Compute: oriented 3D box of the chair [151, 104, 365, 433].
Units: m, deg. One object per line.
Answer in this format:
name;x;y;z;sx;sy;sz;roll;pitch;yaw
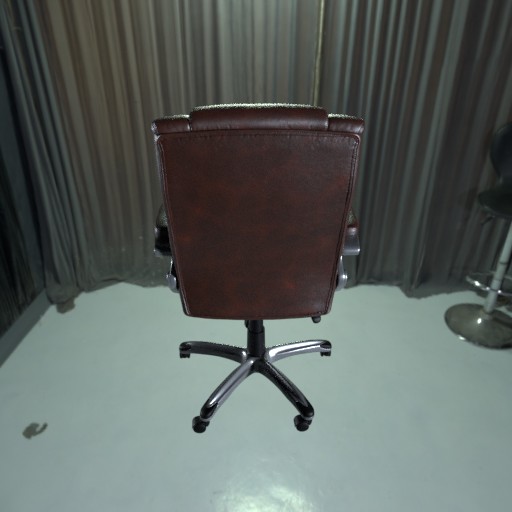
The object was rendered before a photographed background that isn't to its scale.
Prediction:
chair;0.000;0.000;1.561;0.656;1.128;0.692;-1;29;-1
